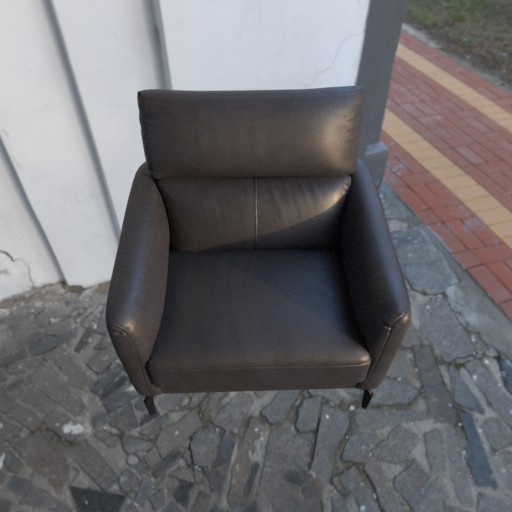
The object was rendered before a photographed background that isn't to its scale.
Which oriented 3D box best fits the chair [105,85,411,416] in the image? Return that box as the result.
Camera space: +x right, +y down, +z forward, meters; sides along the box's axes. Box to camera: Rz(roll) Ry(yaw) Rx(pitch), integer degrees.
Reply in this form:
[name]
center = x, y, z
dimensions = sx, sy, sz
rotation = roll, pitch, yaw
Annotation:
[chair]
center = 0.000, 0.000, 1.629
dimensions = 0.976, 0.949, 0.809
rotation = -1, 46, -1
